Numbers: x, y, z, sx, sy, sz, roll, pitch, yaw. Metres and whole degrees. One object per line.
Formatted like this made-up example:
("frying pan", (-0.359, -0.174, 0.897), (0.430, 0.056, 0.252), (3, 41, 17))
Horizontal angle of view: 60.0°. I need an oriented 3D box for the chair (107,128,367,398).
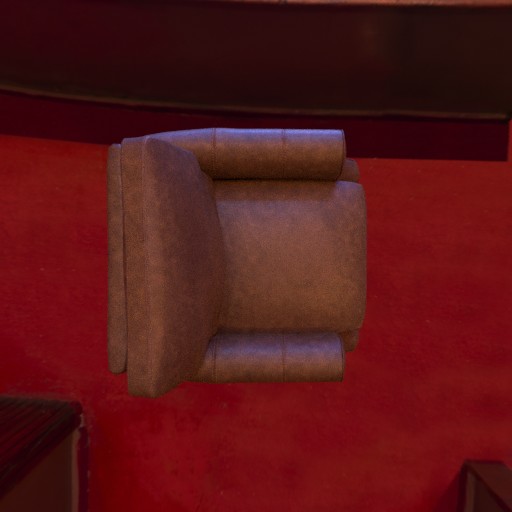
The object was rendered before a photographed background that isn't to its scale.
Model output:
("chair", (0.000, 0.000, 1.814), (1.002, 0.976, 0.996), (0, 91, 1))
